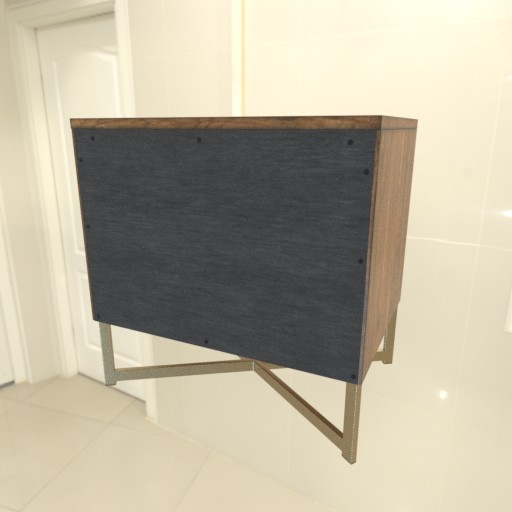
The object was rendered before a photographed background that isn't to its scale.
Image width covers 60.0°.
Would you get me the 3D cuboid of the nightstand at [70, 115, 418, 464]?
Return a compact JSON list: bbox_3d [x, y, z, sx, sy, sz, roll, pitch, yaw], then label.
[{"bbox_3d":[0.000,0.000,1.032,0.610,0.610,0.446,8,18,25],"label":"nightstand"}]
